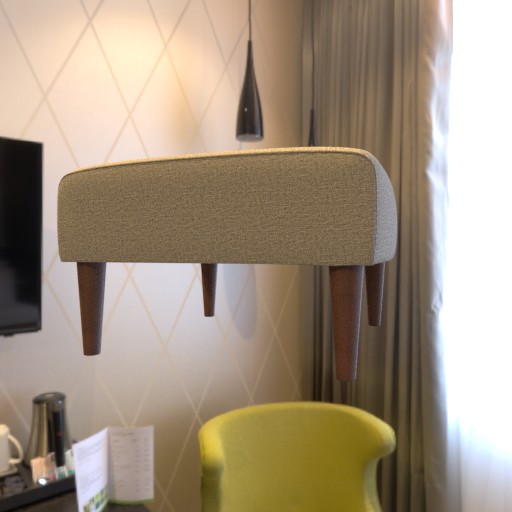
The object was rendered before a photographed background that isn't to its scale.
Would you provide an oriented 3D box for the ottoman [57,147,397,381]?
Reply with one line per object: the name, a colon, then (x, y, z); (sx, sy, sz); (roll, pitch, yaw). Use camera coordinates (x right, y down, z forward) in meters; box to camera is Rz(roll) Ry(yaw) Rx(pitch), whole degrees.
ottoman: (0.000, 0.000, 1.080); (0.649, 0.398, 0.650); (0, 1, 20)
